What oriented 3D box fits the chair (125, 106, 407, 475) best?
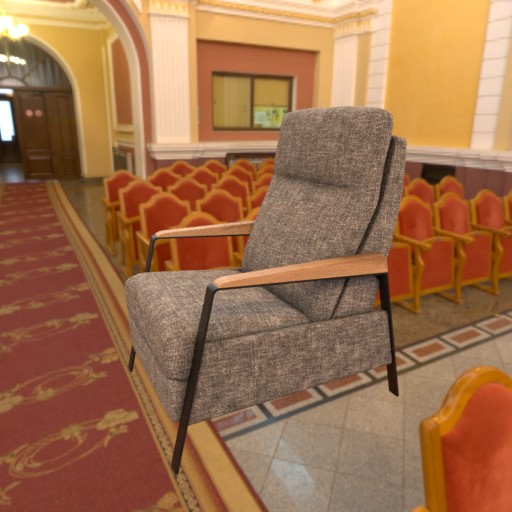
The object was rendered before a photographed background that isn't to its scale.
[{"bbox_3d":[0.000,0.000,1.619,0.868,1.042,0.671,-8,19,-26],"label":"chair"}]
